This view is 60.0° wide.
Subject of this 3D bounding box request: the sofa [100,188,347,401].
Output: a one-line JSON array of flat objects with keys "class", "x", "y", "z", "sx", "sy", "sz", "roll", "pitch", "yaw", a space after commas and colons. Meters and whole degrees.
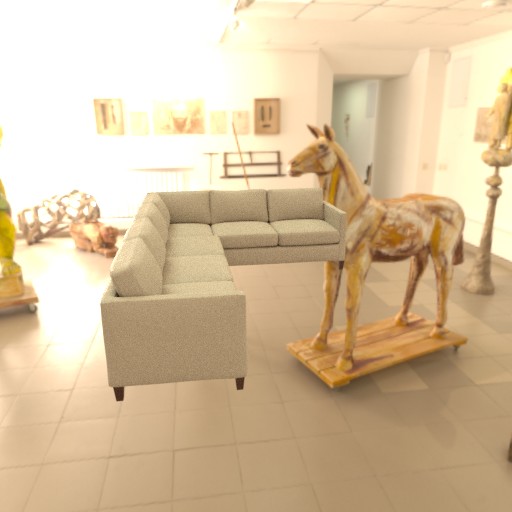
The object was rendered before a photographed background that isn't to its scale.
[{"class": "sofa", "x": 0.000, "y": 0.000, "z": 4.497, "sx": 2.522, "sy": 0.934, "sz": 3.333, "roll": -3, "pitch": 17, "yaw": -9}]
